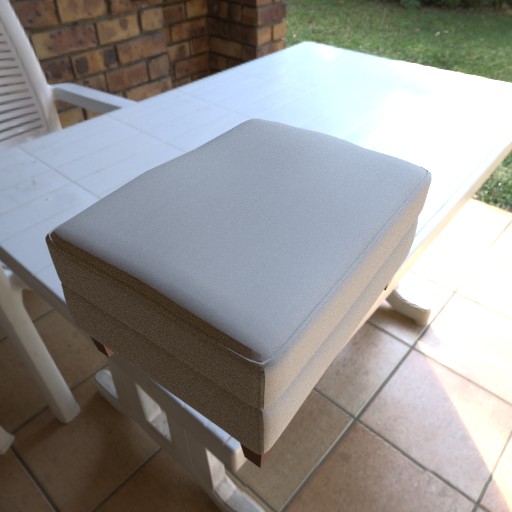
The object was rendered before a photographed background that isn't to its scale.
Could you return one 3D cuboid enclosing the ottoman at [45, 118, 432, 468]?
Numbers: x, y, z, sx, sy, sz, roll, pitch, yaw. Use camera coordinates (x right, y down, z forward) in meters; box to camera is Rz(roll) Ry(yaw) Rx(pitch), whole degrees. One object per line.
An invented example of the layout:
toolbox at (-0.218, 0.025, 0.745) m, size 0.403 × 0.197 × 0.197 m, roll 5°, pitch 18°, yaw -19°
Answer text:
ottoman at (0.000, 0.000, 1.205) m, size 0.634 × 0.479 × 0.818 m, roll 25°, pitch 46°, yaw 27°
